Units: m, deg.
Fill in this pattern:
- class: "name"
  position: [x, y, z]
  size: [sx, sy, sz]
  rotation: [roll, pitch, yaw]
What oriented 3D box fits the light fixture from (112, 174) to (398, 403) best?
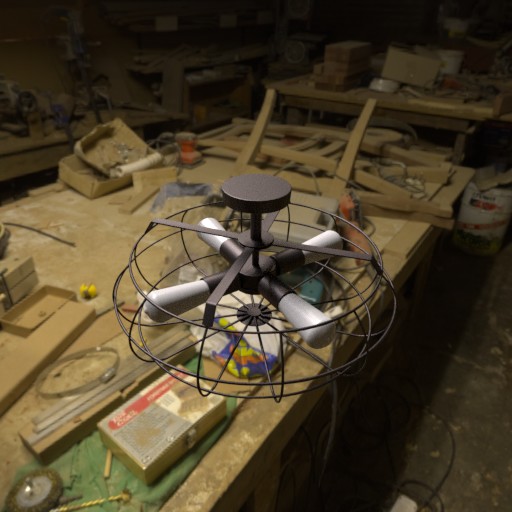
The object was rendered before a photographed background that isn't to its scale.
- class: "light fixture"
  position: [0.000, 0.000, 0.915]
  size: [0.582, 0.311, 0.582]
  rotation: [0, 31, 0]
